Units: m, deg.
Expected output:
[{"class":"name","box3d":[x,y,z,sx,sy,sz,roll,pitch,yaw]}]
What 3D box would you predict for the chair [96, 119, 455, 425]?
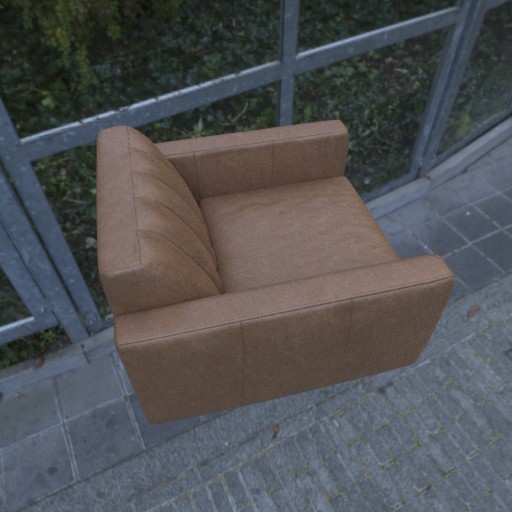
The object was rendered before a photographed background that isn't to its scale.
[{"class":"chair","box3d":[0.000,0.000,1.650,0.998,0.819,0.953,-10,48,-10]}]
